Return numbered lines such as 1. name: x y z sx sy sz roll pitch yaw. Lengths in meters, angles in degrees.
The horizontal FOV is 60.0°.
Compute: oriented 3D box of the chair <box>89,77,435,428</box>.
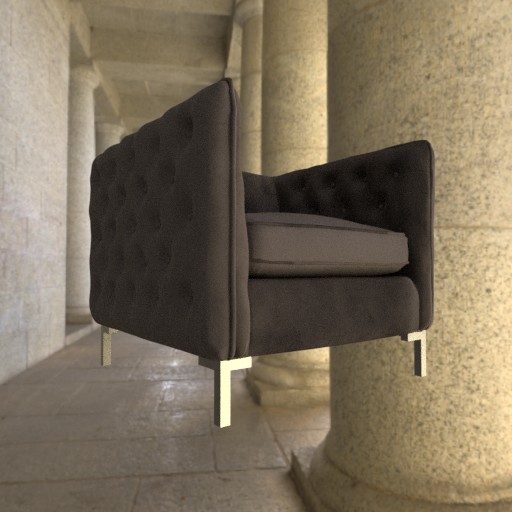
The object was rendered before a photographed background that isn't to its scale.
1. chair: 0.000 0.000 1.589 0.946 0.807 0.913 1 -2 -37
